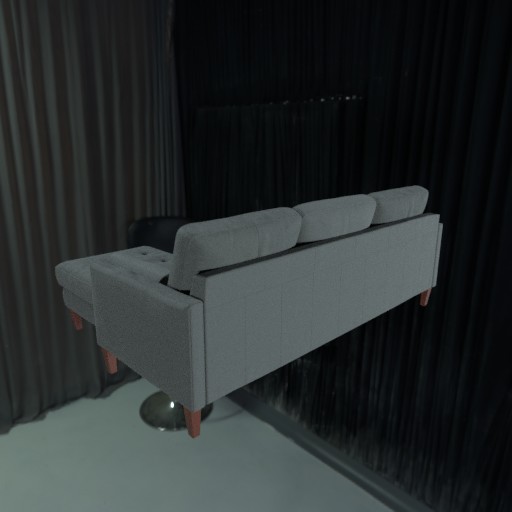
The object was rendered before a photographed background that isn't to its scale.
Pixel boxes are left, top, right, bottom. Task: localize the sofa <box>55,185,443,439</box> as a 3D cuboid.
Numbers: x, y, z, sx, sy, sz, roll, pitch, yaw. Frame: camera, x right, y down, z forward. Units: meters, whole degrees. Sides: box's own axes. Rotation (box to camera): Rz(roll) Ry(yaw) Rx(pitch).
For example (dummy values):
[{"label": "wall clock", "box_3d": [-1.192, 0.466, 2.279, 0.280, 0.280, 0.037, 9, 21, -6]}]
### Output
[{"label": "sofa", "box_3d": [0.000, 0.000, 2.893, 2.178, 0.876, 1.506, -15, 21, -42]}]
